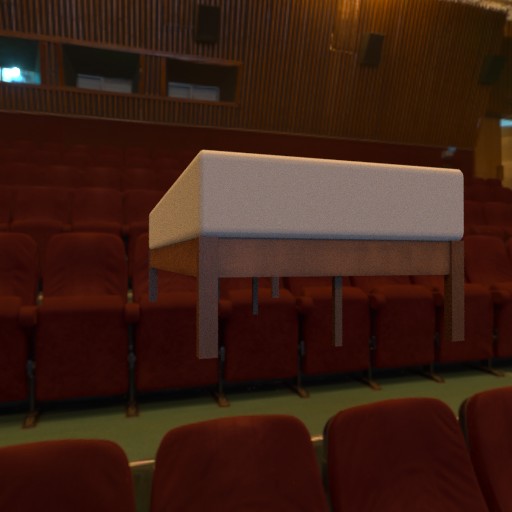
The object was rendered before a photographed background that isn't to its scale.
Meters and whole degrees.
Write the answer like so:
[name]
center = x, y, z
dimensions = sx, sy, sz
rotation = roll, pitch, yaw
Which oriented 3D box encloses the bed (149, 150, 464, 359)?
[bed]
center = 0.000, 0.000, 2.337
dimensions = 0.961, 0.616, 1.902
rotation = 0, 0, -18
